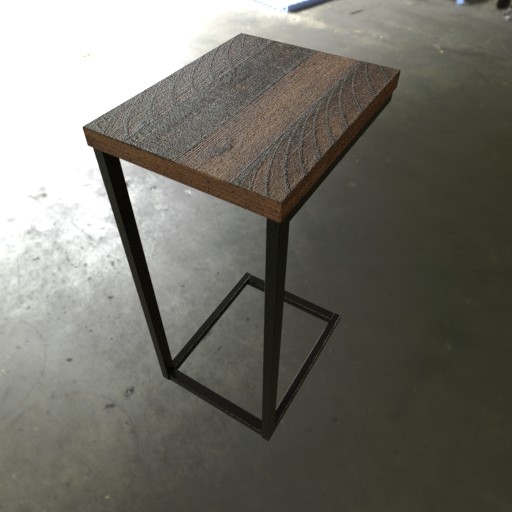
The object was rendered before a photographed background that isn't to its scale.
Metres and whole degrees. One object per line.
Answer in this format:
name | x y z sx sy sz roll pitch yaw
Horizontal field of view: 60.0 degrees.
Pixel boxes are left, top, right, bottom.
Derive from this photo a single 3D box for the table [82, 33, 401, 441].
table | 0.000 0.000 0.944 0.323 0.718 0.414 24 51 21
